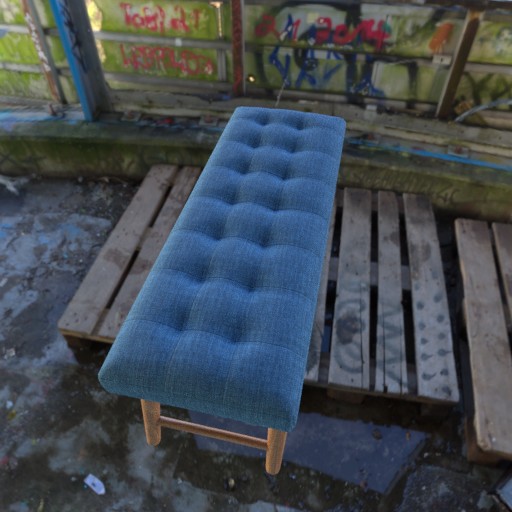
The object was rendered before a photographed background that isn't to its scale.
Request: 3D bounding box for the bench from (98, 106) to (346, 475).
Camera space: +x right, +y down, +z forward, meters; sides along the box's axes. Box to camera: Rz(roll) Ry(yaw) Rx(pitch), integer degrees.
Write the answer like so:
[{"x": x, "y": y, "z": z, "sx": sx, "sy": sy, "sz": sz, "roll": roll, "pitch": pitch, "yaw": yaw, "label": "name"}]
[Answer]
[{"x": 0.000, "y": 0.000, "z": 1.350, "sx": 0.406, "sy": 0.432, "sz": 1.118, "roll": 9, "pitch": 47, "yaw": 9, "label": "bench"}]
